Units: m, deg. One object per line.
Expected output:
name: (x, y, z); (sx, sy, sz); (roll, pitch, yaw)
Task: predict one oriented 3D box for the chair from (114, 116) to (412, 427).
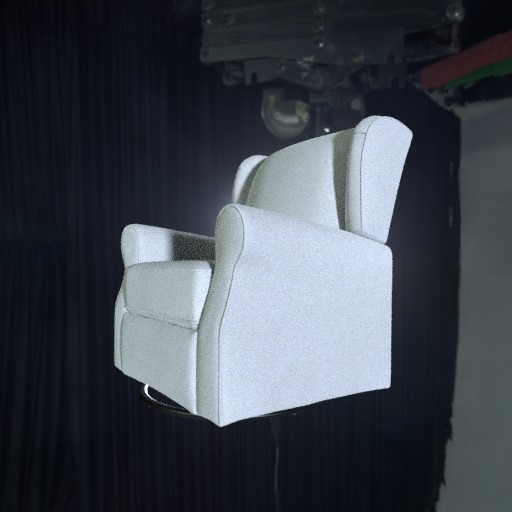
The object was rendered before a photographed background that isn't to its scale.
chair: (0.000, 0.000, 1.662); (0.854, 0.967, 0.906); (1, -1, -36)
